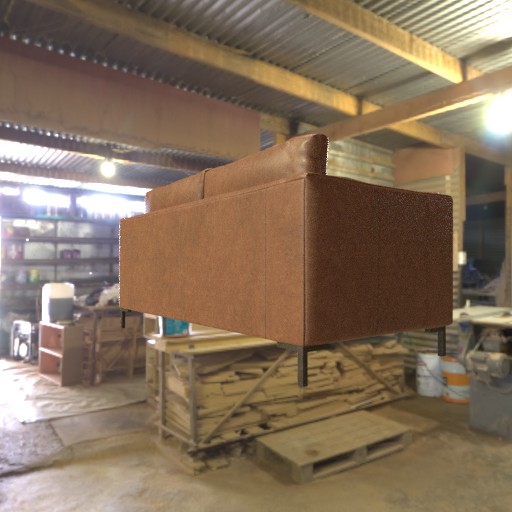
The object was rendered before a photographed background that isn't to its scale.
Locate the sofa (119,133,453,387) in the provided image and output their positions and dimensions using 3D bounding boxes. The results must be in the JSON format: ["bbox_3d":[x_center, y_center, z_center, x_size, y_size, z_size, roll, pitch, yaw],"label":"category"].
[{"bbox_3d":[0.000,0.000,2.358,0.899,0.883,1.797,1,-2,-37],"label":"sofa"}]
